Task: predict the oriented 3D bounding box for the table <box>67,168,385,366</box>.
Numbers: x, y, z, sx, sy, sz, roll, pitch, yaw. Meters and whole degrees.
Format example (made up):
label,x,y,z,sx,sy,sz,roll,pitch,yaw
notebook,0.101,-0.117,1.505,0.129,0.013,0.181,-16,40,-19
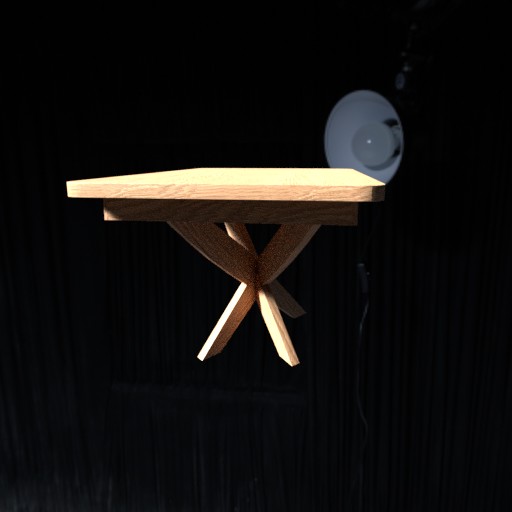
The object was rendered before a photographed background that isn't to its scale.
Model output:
label,x,y,z,sx,sy,sz,roll,pitch,yaw
table,0.000,0.000,2.097,0.950,0.770,1.600,2,13,8
